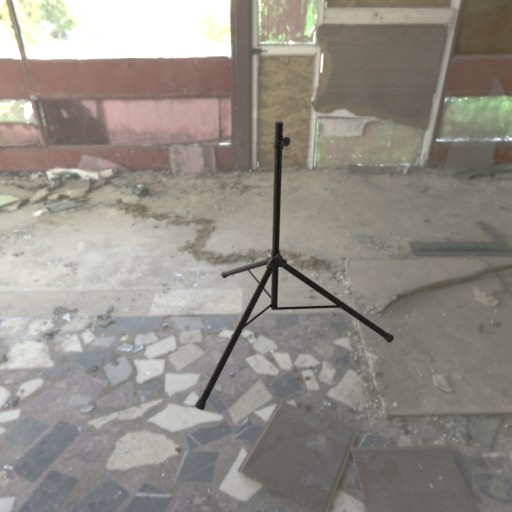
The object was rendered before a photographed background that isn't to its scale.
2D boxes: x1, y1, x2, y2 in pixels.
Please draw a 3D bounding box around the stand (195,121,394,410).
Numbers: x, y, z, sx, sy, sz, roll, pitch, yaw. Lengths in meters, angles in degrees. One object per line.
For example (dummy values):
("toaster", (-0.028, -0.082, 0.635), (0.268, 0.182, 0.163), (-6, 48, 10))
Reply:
("stand", (0.000, 0.000, 2.828), (1.596, 1.595, 1.339), (20, 36, 29))
